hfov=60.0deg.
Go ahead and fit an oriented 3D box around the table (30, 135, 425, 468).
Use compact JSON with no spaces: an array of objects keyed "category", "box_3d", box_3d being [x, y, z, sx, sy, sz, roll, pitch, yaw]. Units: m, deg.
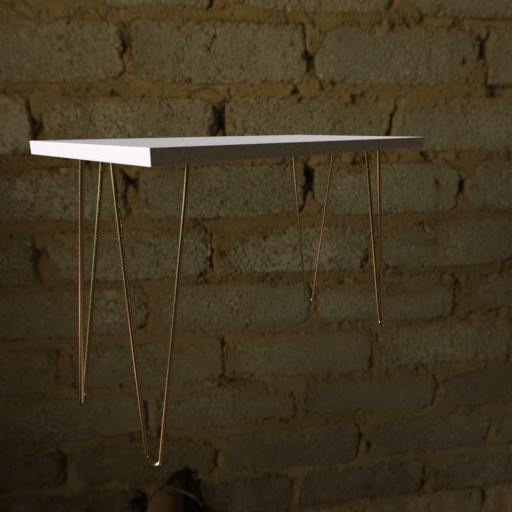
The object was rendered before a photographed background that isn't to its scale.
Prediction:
[{"category":"table","box_3d":[0.000,0.000,1.290,0.498,0.660,0.991,15,22,42]}]
